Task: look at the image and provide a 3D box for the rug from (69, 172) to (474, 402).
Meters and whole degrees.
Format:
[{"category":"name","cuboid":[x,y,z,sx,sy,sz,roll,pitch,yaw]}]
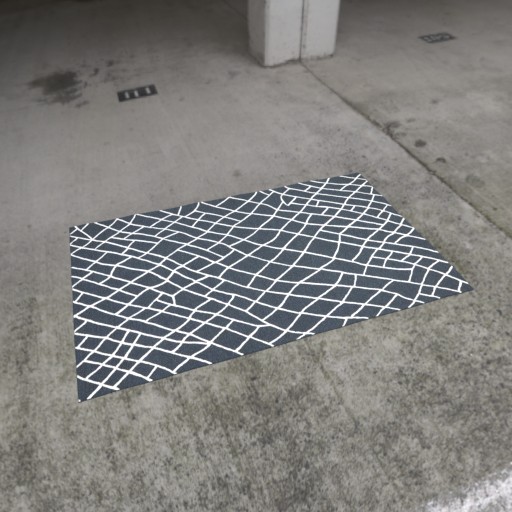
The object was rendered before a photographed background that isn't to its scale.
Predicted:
[{"category":"rug","cuboid":[0.000,0.000,3.091,2.448,0.017,1.529,-13,43,-14]}]
